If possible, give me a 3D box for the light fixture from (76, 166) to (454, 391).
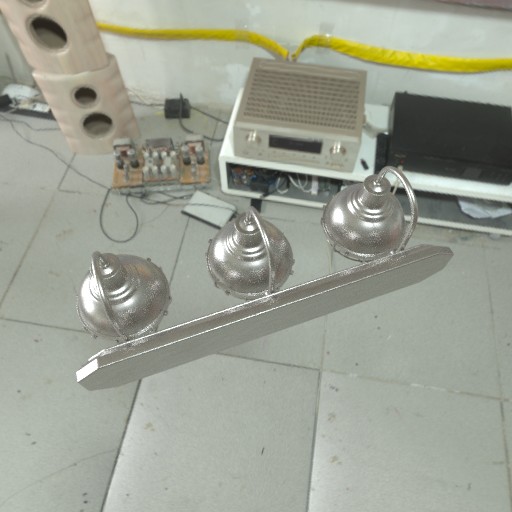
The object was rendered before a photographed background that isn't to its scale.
[{"bbox_3d":[0.000,0.000,0.754,0.634,0.254,0.229,-17,61,-10],"label":"light fixture"}]
